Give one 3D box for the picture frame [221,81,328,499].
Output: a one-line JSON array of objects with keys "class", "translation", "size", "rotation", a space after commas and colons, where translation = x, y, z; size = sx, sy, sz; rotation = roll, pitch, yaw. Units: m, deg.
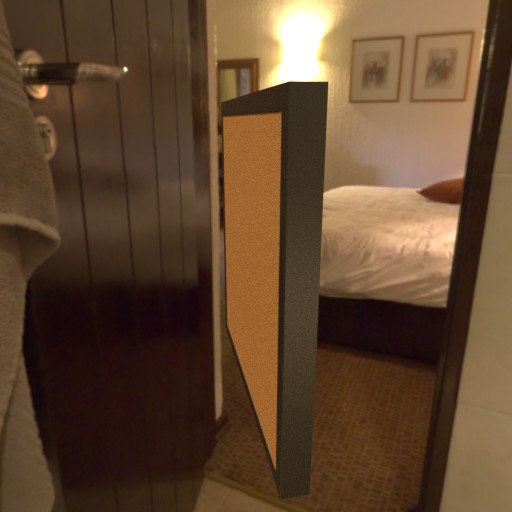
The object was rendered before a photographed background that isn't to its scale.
[{"class": "picture frame", "translation": [0.000, 0.000, 0.518], "size": [0.029, 0.353, 0.355], "rotation": [-3, 17, -11]}]
